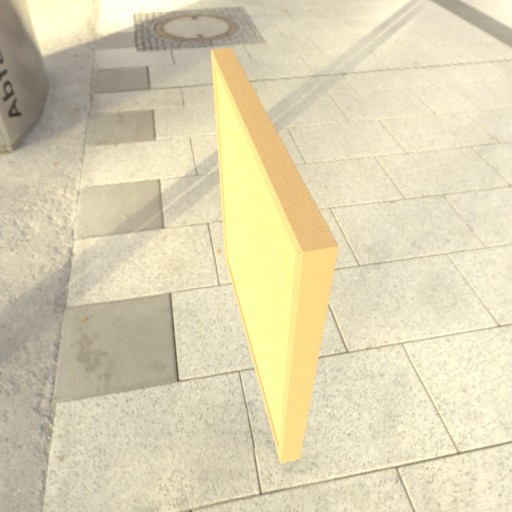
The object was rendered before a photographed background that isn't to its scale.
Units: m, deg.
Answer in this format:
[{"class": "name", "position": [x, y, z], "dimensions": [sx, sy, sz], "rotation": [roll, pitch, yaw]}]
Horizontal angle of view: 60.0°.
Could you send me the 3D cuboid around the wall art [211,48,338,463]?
[{"class": "wall art", "position": [0.000, 0.000, 0.762], "dimensions": [0.036, 0.509, 0.509], "rotation": [-10, 46, -10]}]
